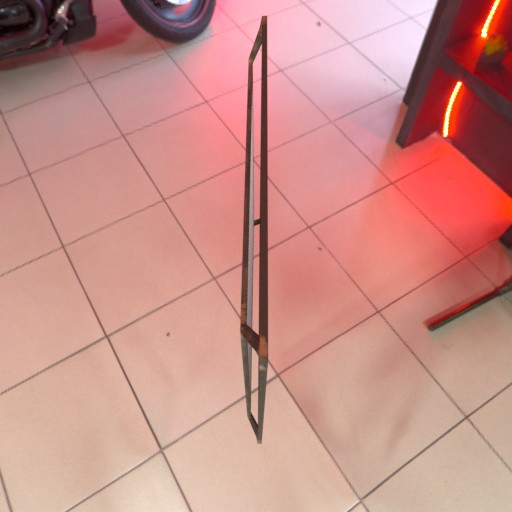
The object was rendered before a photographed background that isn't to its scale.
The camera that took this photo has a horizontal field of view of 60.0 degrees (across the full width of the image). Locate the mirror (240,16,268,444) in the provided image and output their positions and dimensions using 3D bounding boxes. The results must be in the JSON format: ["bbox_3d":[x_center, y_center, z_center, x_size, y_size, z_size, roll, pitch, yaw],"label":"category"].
[{"bbox_3d":[0.000,0.000,0.879,0.032,0.610,0.610,1,59,0],"label":"mirror"}]
